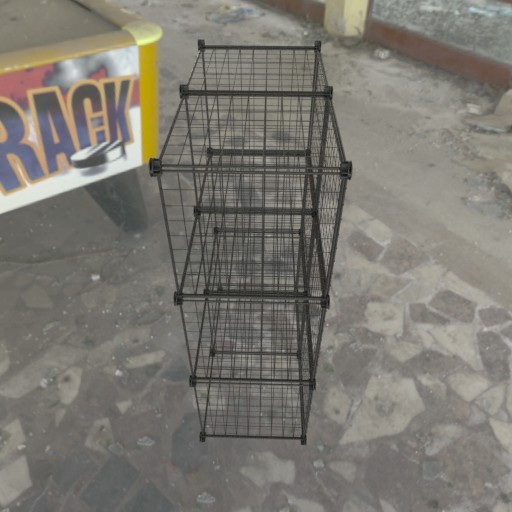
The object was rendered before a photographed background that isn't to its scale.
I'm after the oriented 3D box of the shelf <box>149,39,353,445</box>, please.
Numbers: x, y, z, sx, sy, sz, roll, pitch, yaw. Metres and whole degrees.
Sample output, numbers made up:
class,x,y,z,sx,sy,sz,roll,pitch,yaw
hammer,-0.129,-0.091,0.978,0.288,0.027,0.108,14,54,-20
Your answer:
class,x,y,z,sx,sy,sz,roll,pitch,yaw
shelf,0.000,0.000,1.386,0.356,1.067,0.711,1,42,1
